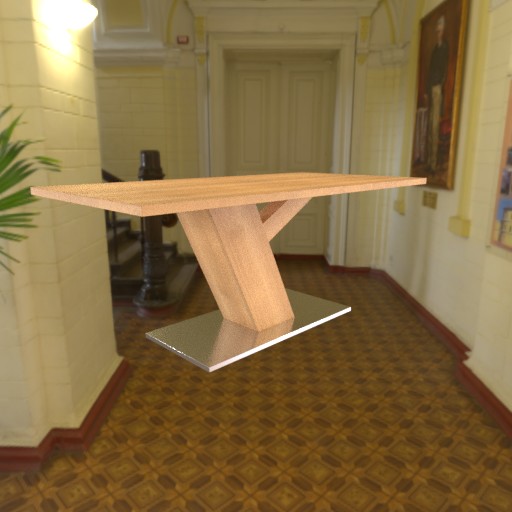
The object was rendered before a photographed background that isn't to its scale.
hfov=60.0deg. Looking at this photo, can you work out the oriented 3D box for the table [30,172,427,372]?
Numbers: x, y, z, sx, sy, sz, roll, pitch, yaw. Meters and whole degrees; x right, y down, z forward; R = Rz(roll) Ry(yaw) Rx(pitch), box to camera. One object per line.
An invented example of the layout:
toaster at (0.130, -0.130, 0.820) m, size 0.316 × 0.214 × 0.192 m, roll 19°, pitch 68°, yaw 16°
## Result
table at (0.000, 0.000, 2.270) m, size 1.800 × 0.750 × 0.900 m, roll -13°, pitch 19°, yaw -43°
